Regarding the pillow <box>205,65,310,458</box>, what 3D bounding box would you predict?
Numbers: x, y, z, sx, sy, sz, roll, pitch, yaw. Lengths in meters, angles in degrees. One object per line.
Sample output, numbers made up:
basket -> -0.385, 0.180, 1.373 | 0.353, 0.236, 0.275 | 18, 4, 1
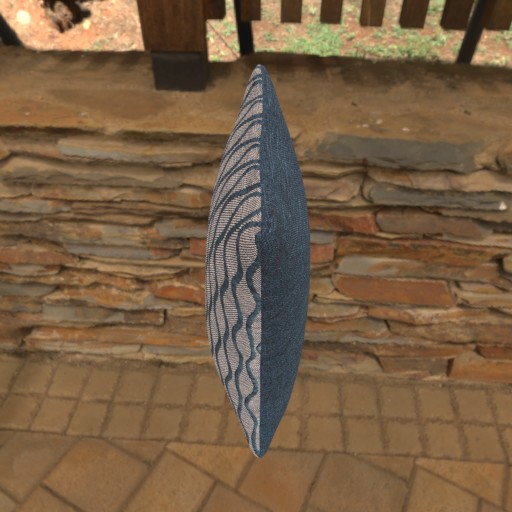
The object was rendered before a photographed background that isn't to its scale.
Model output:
pillow -> 0.000, 0.000, 0.682 | 0.159, 0.435, 0.435 | -1, 43, -1
